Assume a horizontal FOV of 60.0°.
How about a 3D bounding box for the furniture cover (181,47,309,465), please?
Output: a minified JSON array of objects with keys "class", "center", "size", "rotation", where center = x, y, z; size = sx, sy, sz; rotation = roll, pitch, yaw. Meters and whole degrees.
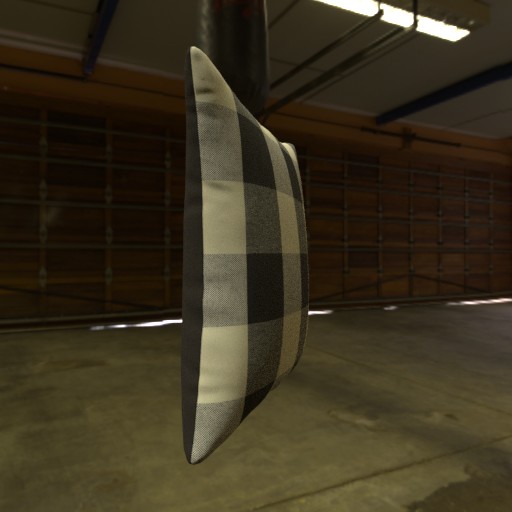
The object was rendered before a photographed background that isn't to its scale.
[{"class":"furniture cover","center":[0.000,0.000,0.775],"size":[0.161,0.509,0.511],"rotation":[0,0,18]}]
